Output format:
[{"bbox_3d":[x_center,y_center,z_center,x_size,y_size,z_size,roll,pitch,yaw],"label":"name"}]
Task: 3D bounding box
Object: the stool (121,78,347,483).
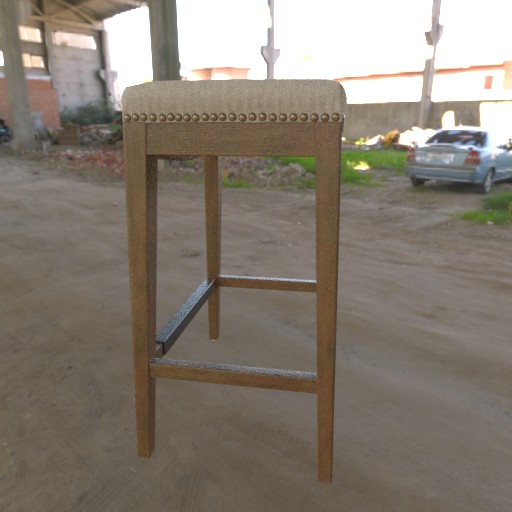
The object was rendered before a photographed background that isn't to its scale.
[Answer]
[{"bbox_3d":[0.000,0.000,0.939,0.356,0.660,0.508,3,17,10],"label":"stool"}]
